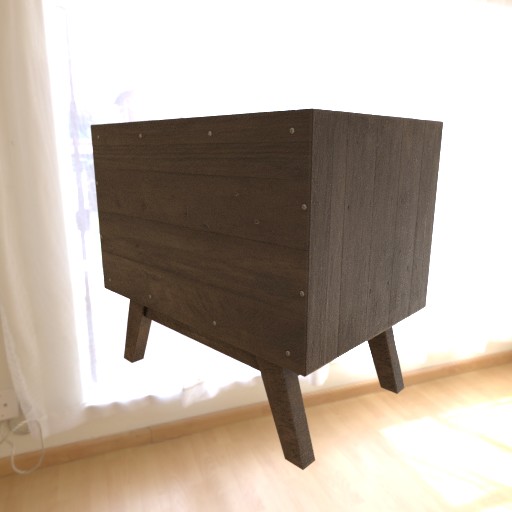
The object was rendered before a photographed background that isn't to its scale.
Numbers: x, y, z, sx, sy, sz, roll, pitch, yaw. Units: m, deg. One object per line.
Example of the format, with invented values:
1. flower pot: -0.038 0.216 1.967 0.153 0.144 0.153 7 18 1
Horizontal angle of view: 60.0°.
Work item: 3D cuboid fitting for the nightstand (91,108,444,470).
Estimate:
1. nightstand: 0.000 0.000 1.044 0.650 0.599 0.450 13 19 43
